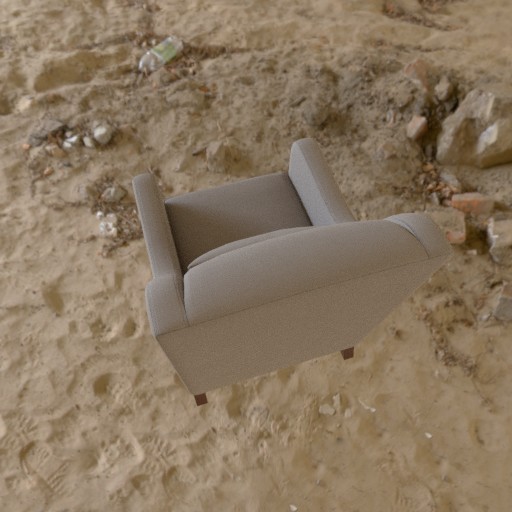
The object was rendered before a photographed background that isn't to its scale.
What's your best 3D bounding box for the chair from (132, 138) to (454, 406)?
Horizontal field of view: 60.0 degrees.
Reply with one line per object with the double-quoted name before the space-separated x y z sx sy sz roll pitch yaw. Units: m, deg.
"chair" 0.000 0.000 1.577 0.715 1.010 0.863 -15 58 -10
